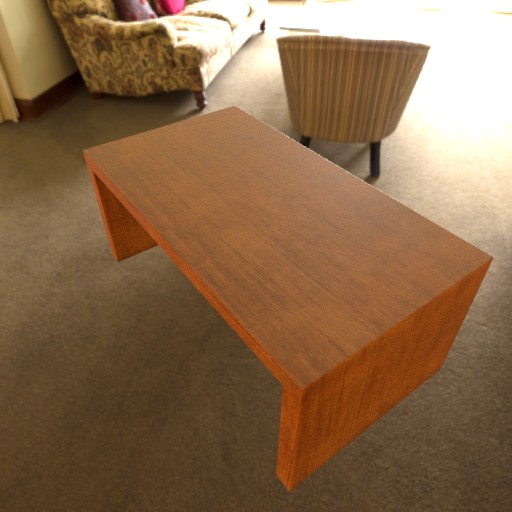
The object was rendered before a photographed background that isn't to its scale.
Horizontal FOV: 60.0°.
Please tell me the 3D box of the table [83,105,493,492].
[{"bbox_3d":[0.000,0.000,1.281,0.549,0.419,1.000,-26,48,-26],"label":"table"}]
